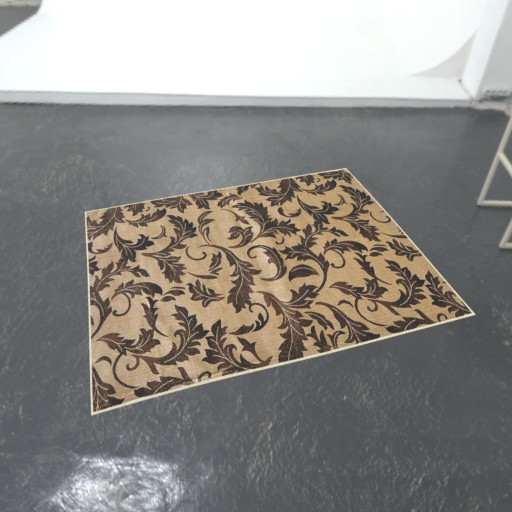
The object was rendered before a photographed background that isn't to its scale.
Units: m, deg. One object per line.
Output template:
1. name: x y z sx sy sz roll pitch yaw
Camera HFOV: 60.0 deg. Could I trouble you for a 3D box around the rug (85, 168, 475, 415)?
1. rug: 0.000 0.000 4.066 2.977 0.008 2.380 -12 43 -13
